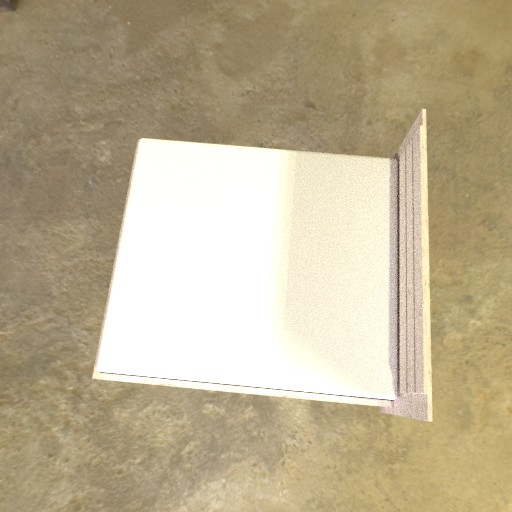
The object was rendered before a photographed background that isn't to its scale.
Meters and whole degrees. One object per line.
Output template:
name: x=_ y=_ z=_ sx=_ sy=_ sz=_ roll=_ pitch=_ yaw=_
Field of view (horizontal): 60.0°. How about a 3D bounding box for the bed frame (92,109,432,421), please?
bed frame: x=0.000 y=0.000 z=3.131 sx=2.080 sy=0.970 sz=1.950 roll=5 pitch=73 yaw=2
